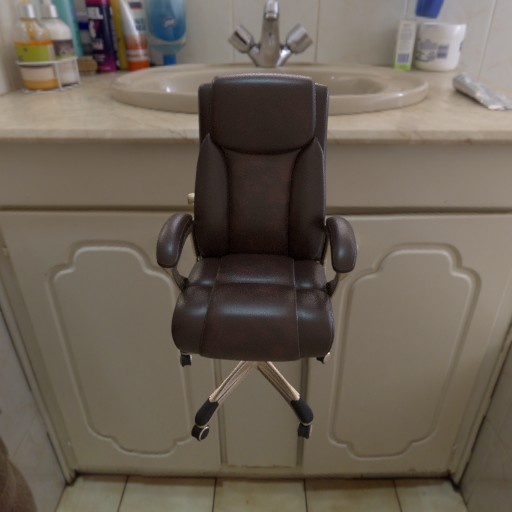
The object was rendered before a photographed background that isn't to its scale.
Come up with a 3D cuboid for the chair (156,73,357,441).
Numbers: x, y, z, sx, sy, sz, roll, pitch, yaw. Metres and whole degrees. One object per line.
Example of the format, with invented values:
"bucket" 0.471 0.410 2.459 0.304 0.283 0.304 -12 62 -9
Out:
"chair" 0.000 0.000 1.659 0.692 1.194 0.749 2 30 3
